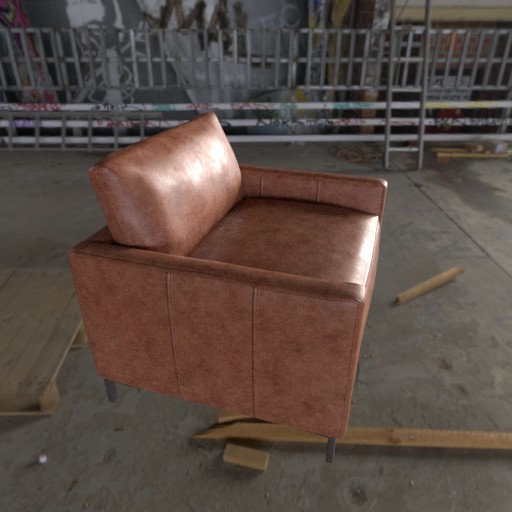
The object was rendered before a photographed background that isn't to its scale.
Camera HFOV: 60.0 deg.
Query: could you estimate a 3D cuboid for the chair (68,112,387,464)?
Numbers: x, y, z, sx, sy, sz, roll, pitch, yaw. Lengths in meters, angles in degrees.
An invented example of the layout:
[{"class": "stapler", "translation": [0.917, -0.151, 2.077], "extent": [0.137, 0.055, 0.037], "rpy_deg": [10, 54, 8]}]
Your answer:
[{"class": "chair", "translation": [0.000, 0.000, 1.635], "extent": [0.862, 0.869, 0.967], "rpy_deg": [9, 30, 16]}]
